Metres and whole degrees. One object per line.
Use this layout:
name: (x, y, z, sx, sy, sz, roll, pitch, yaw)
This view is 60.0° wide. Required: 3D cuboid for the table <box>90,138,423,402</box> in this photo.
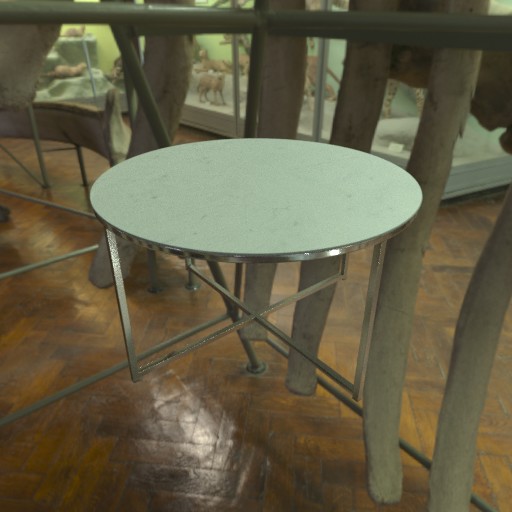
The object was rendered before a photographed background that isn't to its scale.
table: (0.000, 0.000, 1.229, 0.800, 0.450, 0.800, 0, 29, 0)
